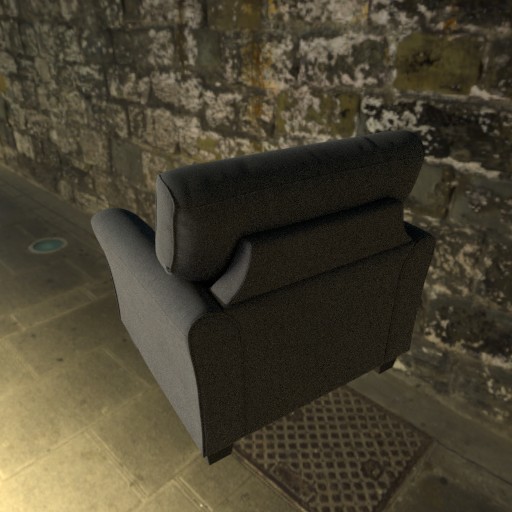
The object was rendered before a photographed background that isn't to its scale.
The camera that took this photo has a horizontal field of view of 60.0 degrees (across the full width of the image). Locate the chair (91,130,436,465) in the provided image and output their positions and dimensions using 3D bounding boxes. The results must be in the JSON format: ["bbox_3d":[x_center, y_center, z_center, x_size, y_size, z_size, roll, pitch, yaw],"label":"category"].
[{"bbox_3d":[0.000,0.000,1.598,0.941,0.890,0.816,-17,32,-29],"label":"chair"}]
